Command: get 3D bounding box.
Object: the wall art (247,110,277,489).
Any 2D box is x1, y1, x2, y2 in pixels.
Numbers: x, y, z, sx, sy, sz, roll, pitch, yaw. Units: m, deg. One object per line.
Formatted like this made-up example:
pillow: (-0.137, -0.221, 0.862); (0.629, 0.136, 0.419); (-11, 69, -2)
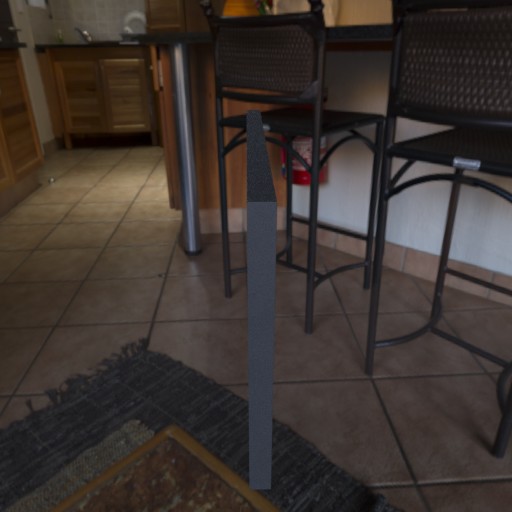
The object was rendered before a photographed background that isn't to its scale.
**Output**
wall art: (0.000, 0.000, 0.574); (0.021, 0.301, 0.443); (0, 26, -1)
